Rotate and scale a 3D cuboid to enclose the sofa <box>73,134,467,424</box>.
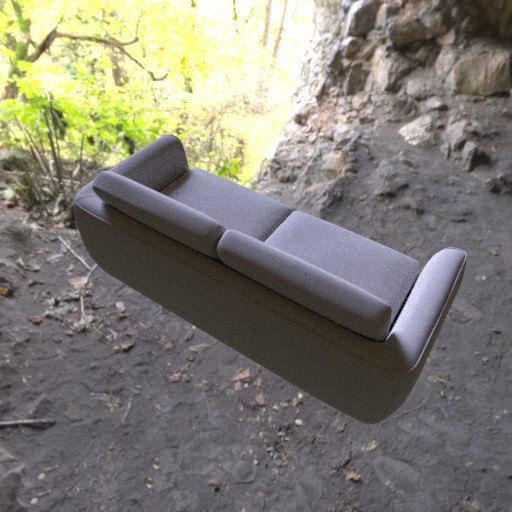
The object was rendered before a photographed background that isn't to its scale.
[{"bbox_3d":[0.000,0.000,2.447,2.000,0.850,0.920,26,52,22],"label":"sofa"}]
